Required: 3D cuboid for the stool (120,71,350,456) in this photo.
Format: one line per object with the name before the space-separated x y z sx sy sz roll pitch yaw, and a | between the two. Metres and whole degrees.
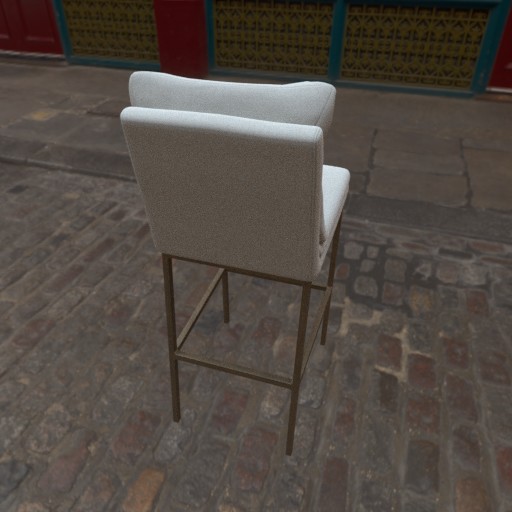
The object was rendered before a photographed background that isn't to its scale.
stool | 0.000 0.000 1.365 0.463 1.125 0.572 10 36 14
